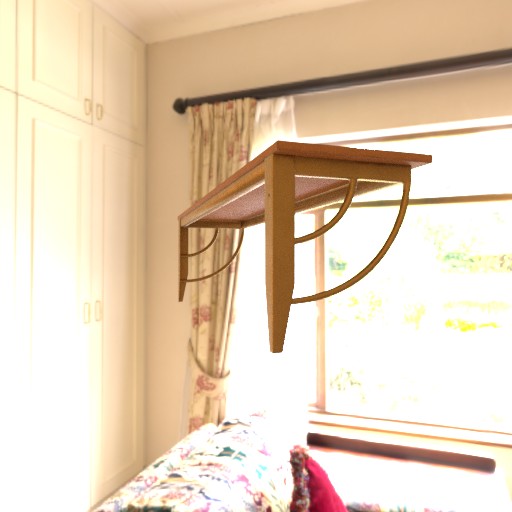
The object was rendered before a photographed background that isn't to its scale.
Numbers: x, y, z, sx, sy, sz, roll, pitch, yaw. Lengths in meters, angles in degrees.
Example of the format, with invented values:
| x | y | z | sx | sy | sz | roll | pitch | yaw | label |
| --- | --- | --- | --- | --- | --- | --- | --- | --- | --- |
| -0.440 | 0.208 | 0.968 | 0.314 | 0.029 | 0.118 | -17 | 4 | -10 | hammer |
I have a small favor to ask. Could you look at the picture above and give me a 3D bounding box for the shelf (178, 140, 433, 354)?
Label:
| x | y | z | sx | sy | sz | roll | pitch | yaw | label |
| --- | --- | --- | --- | --- | --- | --- | --- | --- | --- |
| 0.000 | 0.000 | 0.717 | 0.166 | 0.190 | 0.636 | 0 | -1 | -18 | shelf |
